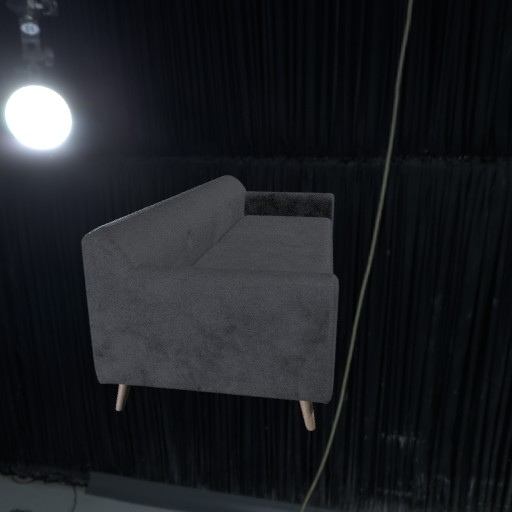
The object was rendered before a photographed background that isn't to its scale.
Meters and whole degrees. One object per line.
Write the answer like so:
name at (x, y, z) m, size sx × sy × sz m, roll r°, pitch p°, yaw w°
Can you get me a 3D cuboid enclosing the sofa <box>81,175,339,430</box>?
sofa at (0.000, 0.000, 2.596) m, size 0.900 × 0.740 × 2.190 m, roll 3°, pitch 16°, yaw 9°
